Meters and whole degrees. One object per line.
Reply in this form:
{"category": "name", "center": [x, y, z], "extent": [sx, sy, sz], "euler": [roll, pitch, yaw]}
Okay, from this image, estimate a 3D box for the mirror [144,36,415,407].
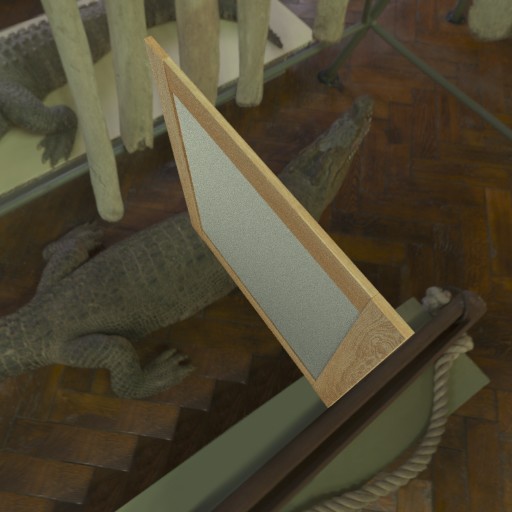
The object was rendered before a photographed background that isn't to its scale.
{"category": "mirror", "center": [0.000, 0.000, 1.165], "extent": [0.020, 0.800, 0.800], "euler": [-33, 68, -15]}
